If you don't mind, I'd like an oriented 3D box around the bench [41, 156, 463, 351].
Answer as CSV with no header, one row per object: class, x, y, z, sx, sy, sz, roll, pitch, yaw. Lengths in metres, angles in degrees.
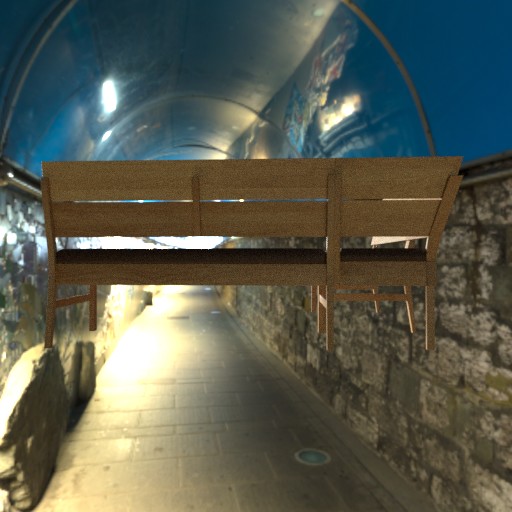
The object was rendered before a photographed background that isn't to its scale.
bench,0.000,0.000,2.793,1.975,0.890,1.549,0,0,2
